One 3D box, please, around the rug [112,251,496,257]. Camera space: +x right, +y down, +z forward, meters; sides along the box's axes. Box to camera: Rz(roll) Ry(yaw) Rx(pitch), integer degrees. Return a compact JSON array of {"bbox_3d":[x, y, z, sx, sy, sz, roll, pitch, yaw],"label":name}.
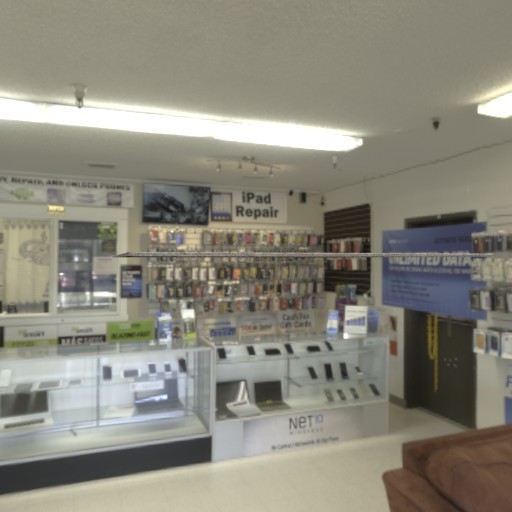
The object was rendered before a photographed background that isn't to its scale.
[{"bbox_3d":[0.000,0.000,4.064,2.449,0.025,3.049,0,0,-19],"label":"rug"}]
